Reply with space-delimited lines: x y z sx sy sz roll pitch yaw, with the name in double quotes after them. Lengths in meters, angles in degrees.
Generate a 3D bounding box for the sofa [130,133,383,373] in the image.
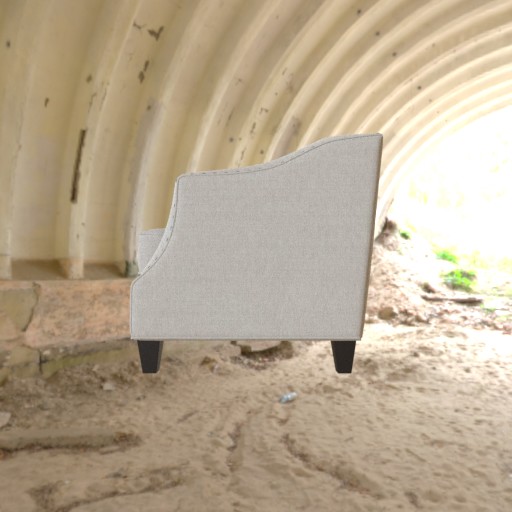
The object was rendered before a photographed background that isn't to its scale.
0.000 0.000 2.664 0.914 0.901 2.235 0 -2 0 "sofa"
